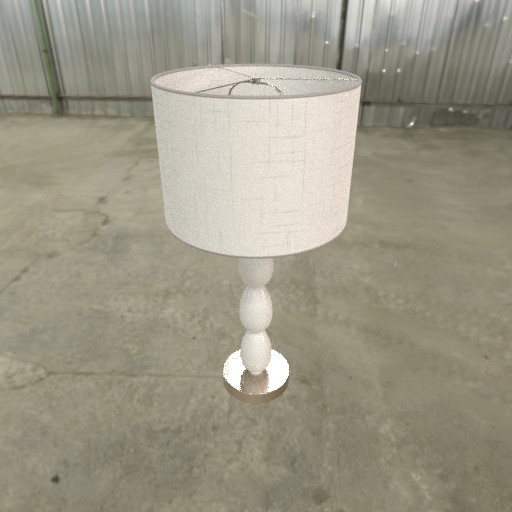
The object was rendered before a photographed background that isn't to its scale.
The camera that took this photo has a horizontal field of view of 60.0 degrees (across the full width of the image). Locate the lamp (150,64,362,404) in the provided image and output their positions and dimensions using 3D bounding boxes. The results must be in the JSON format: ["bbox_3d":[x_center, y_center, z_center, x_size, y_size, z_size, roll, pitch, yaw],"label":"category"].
[{"bbox_3d":[0.000,0.000,0.738,0.282,0.559,0.280,18,35,28],"label":"lamp"}]
